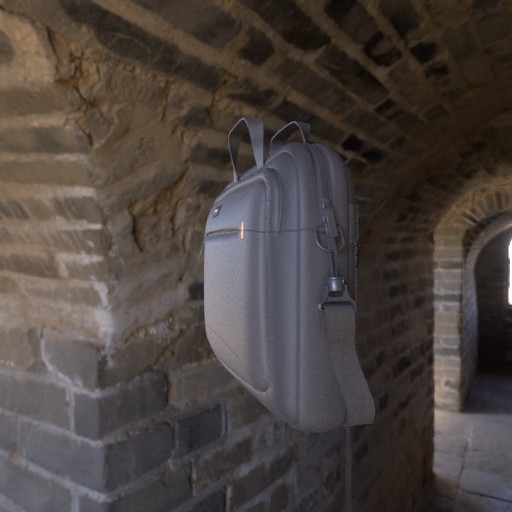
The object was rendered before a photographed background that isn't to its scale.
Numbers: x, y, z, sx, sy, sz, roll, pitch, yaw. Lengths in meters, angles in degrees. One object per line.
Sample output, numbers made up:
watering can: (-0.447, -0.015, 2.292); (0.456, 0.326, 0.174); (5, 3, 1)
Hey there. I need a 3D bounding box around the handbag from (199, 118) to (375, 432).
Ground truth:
handbag: (0.000, 0.000, 0.579); (0.126, 0.330, 0.429); (0, 1, -16)
